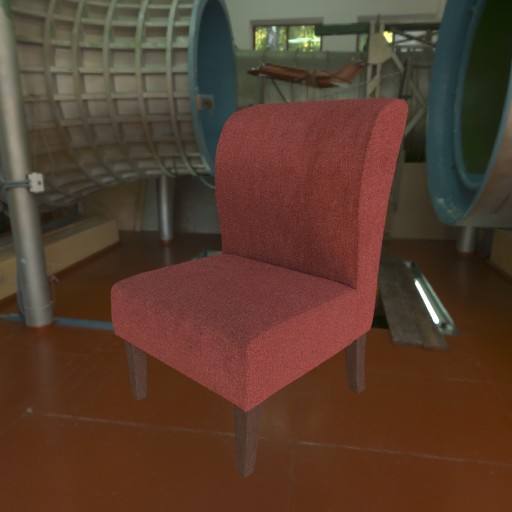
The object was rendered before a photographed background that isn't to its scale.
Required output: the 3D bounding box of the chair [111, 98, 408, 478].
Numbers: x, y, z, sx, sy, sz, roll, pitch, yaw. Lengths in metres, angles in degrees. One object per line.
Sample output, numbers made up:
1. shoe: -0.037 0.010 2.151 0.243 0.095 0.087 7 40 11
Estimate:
1. chair: 0.000 0.000 1.239 0.538 0.846 0.640 15 22 42
